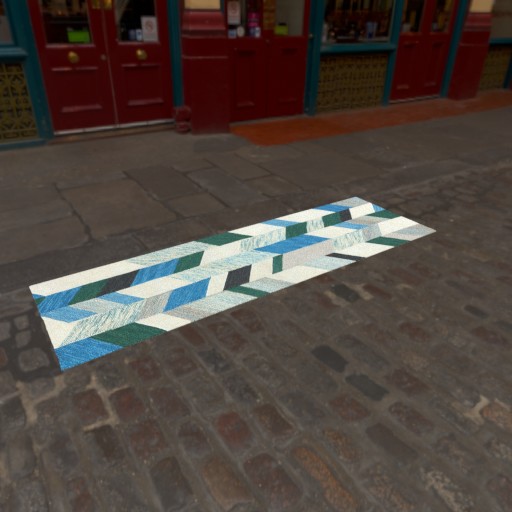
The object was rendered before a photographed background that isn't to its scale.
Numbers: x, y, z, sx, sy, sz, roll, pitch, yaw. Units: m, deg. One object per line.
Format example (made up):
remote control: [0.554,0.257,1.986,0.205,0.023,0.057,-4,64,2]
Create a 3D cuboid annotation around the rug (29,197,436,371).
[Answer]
rug: [0.000,0.000,2.705,2.437,0.008,0.774,-18,33,-29]
